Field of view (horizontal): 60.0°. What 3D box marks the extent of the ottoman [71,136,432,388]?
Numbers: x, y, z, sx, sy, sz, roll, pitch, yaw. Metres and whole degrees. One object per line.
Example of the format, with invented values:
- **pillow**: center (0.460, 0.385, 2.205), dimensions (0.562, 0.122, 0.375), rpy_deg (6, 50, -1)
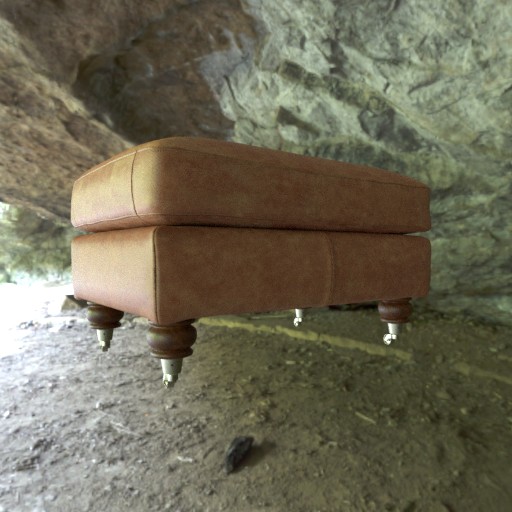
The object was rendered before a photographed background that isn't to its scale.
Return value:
- **ottoman**: center (0.000, 0.000, 1.196), dimensions (0.852, 0.507, 0.565), rpy_deg (0, 1, -37)
